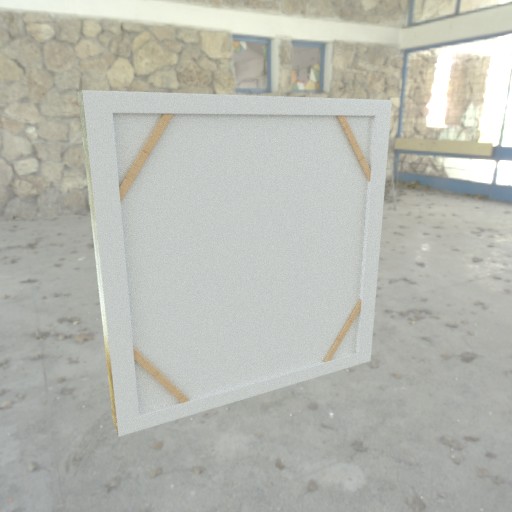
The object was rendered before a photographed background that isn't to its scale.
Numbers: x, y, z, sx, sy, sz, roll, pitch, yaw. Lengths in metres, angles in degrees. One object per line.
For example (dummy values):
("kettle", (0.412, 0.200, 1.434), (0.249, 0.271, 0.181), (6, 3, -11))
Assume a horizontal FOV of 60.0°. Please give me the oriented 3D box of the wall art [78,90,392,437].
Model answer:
("wall art", (0.000, 0.000, 0.600), (0.405, 0.407, 0.038), (-8, 18, -26))
